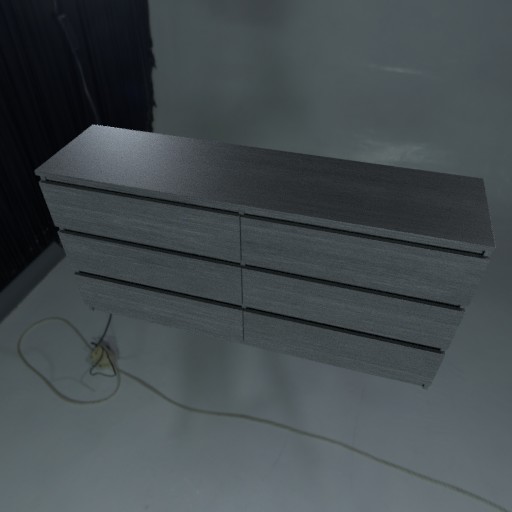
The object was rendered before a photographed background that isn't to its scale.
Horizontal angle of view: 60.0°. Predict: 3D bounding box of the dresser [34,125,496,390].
[{"bbox_3d":[0.000,0.000,1.881,1.590,0.795,0.400,11,43,12],"label":"dresser"}]
